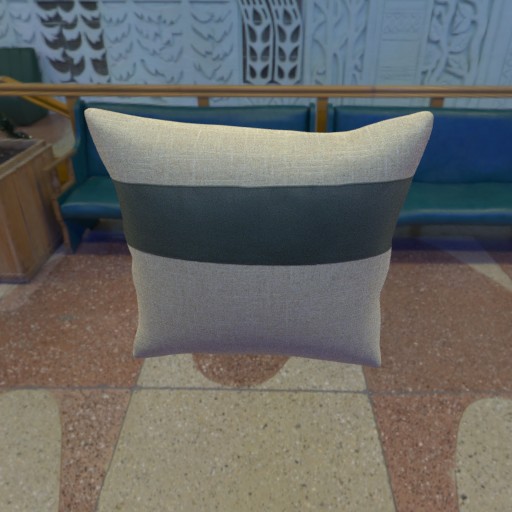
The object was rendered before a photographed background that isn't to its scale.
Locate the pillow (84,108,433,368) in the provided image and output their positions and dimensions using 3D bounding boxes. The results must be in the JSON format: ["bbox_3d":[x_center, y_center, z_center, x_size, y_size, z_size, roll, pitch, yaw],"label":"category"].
[{"bbox_3d":[0.000,0.000,0.623,0.414,0.399,0.173,2,30,3],"label":"pillow"}]
